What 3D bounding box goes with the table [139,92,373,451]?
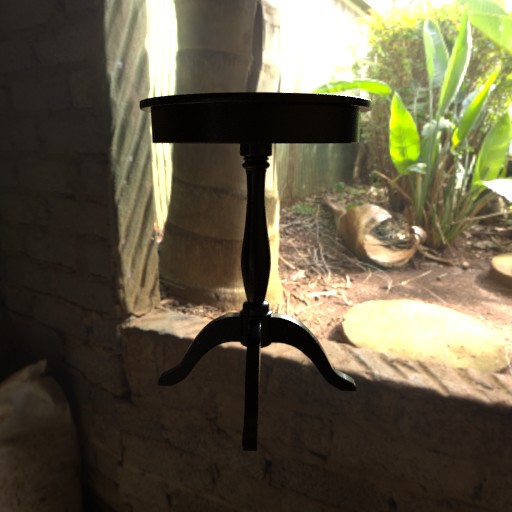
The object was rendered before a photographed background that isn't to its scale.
[{"bbox_3d":[0.000,0.000,1.018,0.481,0.665,0.481,0,15,0],"label":"table"}]
